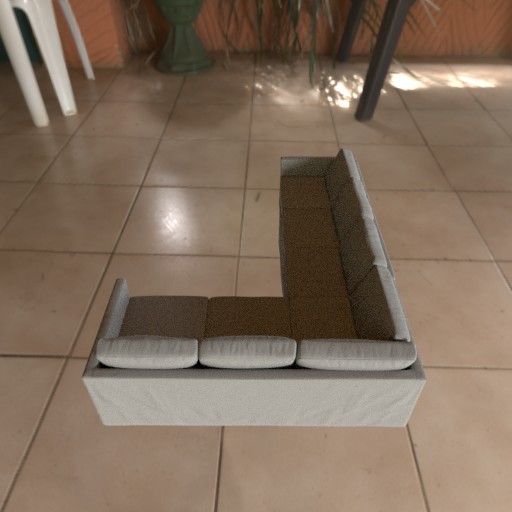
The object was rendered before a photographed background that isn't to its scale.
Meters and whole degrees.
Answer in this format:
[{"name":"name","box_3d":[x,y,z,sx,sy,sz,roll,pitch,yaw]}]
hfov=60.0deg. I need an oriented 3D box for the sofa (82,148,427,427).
[{"name":"sofa","box_3d":[0.000,0.000,4.431,2.432,0.871,3.182,0,41,0]}]
